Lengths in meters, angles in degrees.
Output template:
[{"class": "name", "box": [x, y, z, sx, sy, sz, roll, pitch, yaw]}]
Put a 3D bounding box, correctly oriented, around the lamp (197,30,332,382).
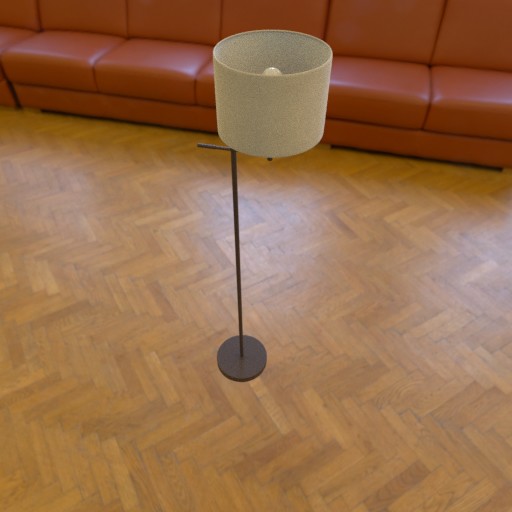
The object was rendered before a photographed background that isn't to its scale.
[{"class": "lamp", "box": [0.000, 0.000, 1.775, 0.416, 1.600, 0.324, 9, 46, 9]}]
